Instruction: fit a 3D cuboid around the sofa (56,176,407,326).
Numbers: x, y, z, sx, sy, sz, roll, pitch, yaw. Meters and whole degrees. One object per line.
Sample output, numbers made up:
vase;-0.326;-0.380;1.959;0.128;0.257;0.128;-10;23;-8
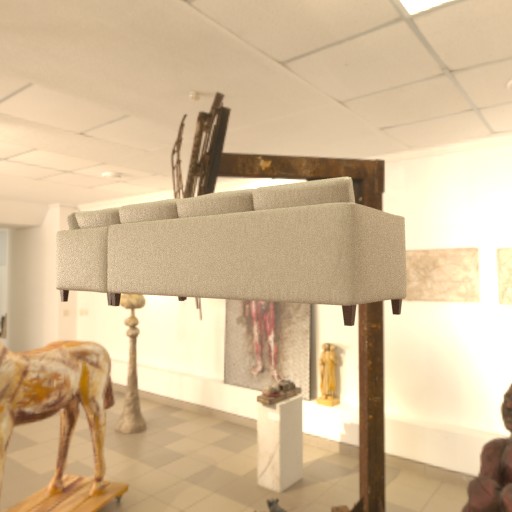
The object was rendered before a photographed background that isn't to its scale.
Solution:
sofa;0.000;0.000;4.528;3.333;0.934;2.522;-1;-2;37
